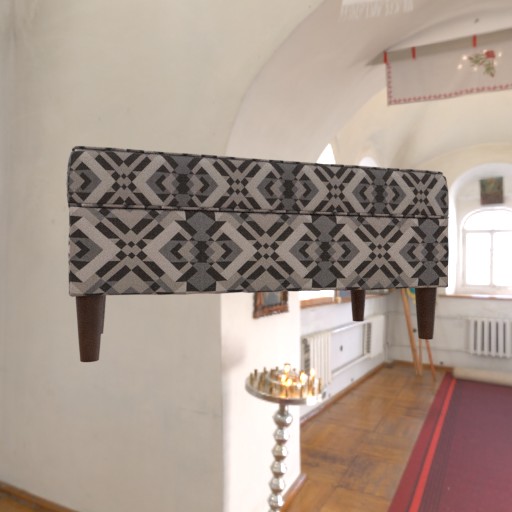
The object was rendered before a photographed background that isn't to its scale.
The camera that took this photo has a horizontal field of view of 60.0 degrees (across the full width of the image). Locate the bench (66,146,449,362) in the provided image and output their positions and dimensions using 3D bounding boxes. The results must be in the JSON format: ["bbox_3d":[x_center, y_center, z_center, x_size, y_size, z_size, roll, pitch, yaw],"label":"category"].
[{"bbox_3d":[0.000,0.000,1.325,1.016,0.477,0.492,0,0,-18],"label":"bench"}]
